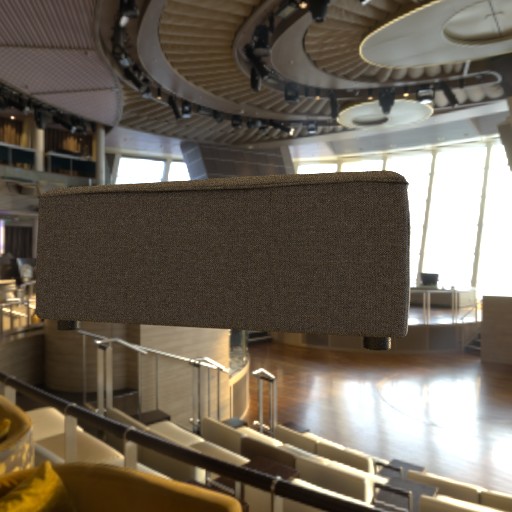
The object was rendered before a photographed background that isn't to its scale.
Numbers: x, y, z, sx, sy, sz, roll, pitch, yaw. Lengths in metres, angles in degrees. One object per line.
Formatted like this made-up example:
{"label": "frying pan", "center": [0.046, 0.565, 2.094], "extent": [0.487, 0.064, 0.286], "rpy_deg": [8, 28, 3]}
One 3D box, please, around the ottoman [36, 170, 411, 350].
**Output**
{"label": "ottoman", "center": [0.000, 0.000, 1.568], "extent": [1.023, 0.423, 1.017], "rpy_deg": [0, 0, 18]}
